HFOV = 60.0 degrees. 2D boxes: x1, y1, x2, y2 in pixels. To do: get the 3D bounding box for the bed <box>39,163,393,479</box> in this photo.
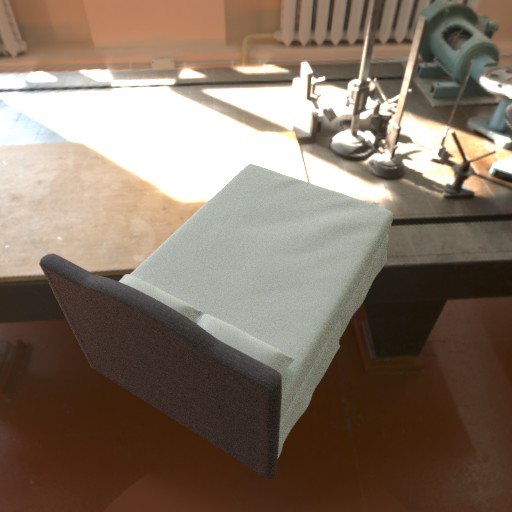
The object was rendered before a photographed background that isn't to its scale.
[{"bbox_3d":[0.000,0.000,3.632,1.741,1.441,2.507,23,50,21],"label":"bed"}]
